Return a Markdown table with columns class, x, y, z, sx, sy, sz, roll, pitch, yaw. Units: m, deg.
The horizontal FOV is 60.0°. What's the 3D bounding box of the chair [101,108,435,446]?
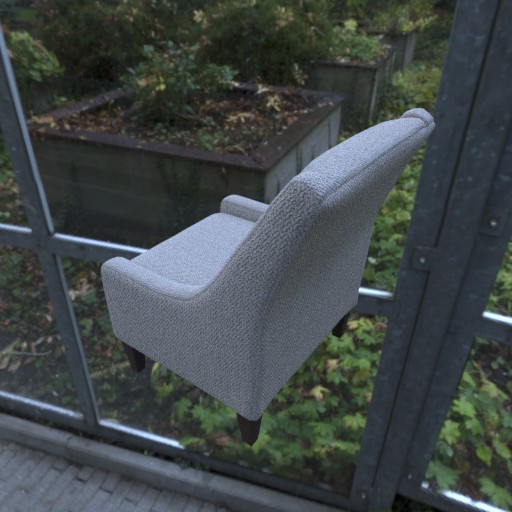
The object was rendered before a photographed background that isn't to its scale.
| class | x | y | z | sx | sy | sz | roll | pitch | yaw |
| --- | --- | --- | --- | --- | --- | --- | --- | --- | --- |
| chair | 0.000 | 0.000 | 1.604 | 0.870 | 1.014 | 0.774 | 21 | 38 | 30 |
